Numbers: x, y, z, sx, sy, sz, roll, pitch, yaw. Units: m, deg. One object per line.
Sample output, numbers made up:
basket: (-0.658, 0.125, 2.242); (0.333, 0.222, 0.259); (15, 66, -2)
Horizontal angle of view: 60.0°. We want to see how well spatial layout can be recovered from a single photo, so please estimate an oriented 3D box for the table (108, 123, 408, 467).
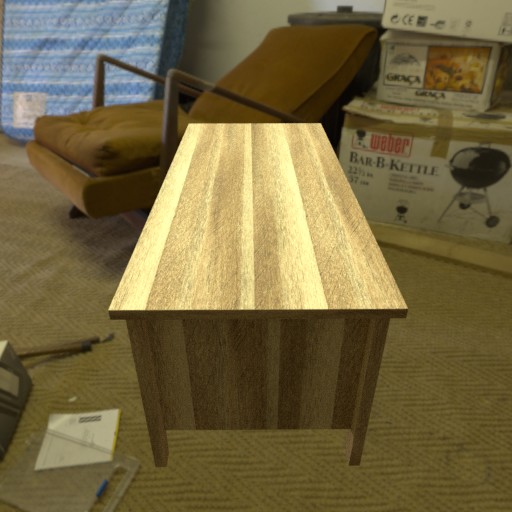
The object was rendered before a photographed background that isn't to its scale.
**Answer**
table: (0.000, 0.000, 1.317); (0.493, 0.480, 1.095); (0, 32, 0)
